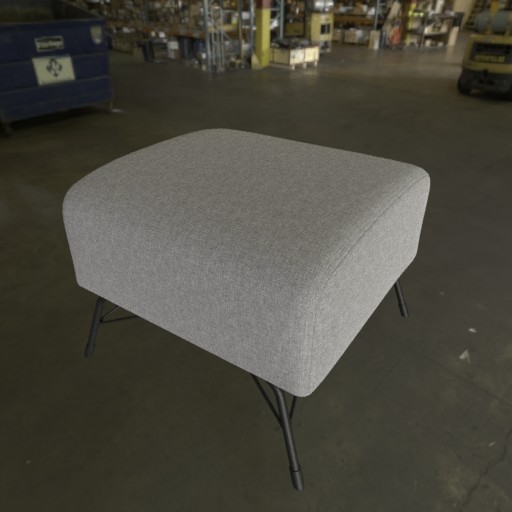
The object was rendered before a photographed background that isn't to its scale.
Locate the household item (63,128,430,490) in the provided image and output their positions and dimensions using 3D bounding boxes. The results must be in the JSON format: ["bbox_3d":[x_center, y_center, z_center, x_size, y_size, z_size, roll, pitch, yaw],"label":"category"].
[{"bbox_3d":[0.000,0.000,0.893,0.530,0.410,0.530,19,36,29],"label":"household item"}]
